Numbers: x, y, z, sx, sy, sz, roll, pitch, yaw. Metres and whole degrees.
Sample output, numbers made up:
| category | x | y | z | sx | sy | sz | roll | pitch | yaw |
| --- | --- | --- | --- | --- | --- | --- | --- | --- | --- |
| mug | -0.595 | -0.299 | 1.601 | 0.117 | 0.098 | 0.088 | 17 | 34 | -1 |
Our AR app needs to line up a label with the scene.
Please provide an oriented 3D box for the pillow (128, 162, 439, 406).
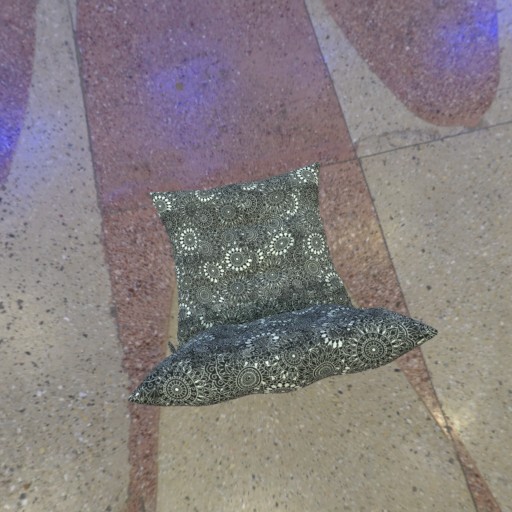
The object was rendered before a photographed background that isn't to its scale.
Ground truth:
| category | x | y | z | sx | sy | sz | roll | pitch | yaw |
| --- | --- | --- | --- | --- | --- | --- | --- | --- | --- |
| pillow | 0.000 | 0.000 | 1.009 | 0.541 | 0.536 | 0.585 | -11 | 77 | -3 |
